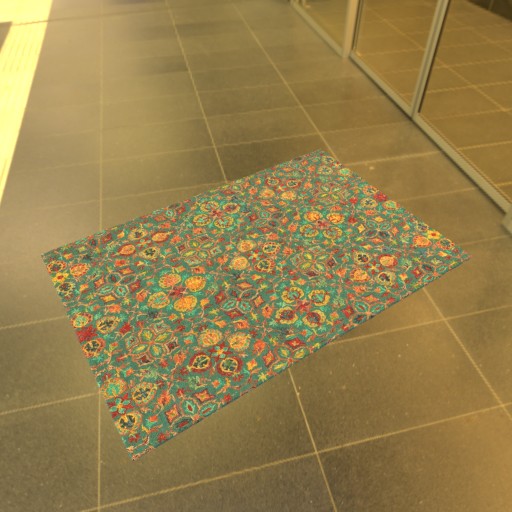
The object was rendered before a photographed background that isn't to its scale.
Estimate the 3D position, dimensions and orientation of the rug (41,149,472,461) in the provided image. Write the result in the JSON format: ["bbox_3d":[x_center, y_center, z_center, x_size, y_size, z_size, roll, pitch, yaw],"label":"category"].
[{"bbox_3d":[0.000,0.000,2.818,2.290,0.016,1.527,-25,50,-23],"label":"rug"}]
